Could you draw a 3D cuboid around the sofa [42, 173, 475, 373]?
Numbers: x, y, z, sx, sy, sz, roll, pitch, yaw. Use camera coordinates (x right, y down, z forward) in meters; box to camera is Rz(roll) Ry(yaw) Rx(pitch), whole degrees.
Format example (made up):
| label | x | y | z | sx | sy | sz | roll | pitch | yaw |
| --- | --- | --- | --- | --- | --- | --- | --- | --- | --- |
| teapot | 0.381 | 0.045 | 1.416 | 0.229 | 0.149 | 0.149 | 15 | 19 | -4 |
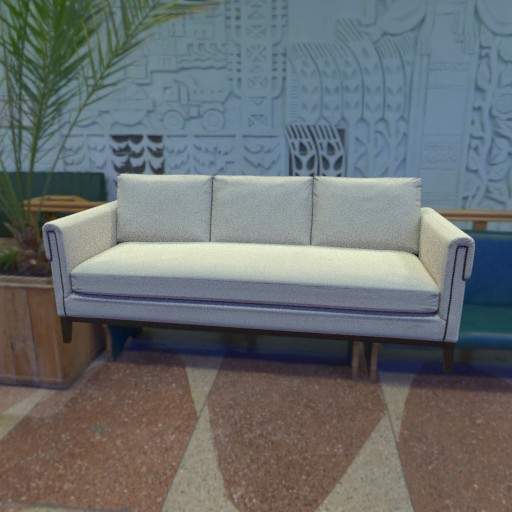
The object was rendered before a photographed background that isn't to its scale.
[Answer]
| label | x | y | z | sx | sy | sz | roll | pitch | yaw |
| --- | --- | --- | --- | --- | --- | --- | --- | --- | --- |
| sofa | 0.000 | 0.000 | 2.662 | 2.198 | 0.911 | 0.902 | 2 | 16 | 9 |
